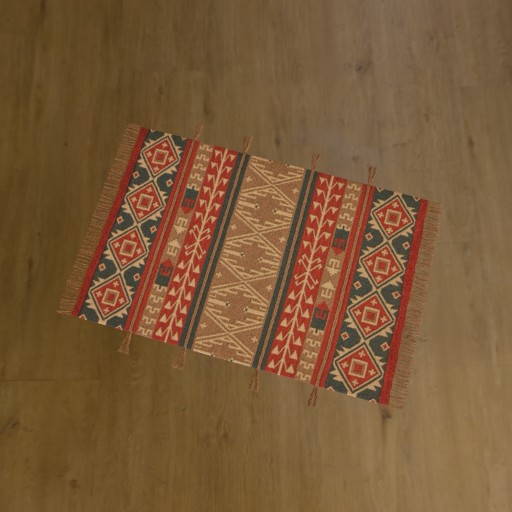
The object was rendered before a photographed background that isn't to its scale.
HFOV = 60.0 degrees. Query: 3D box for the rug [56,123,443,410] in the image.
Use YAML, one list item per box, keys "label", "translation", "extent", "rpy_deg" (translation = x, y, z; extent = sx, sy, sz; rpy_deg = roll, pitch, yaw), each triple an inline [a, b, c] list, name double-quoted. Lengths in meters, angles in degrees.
- label: "rug"
  translation: [0.000, 0.000, 2.587]
  extent: [2.025, 0.040, 1.469]
  rpy_deg: [15, 77, 4]
